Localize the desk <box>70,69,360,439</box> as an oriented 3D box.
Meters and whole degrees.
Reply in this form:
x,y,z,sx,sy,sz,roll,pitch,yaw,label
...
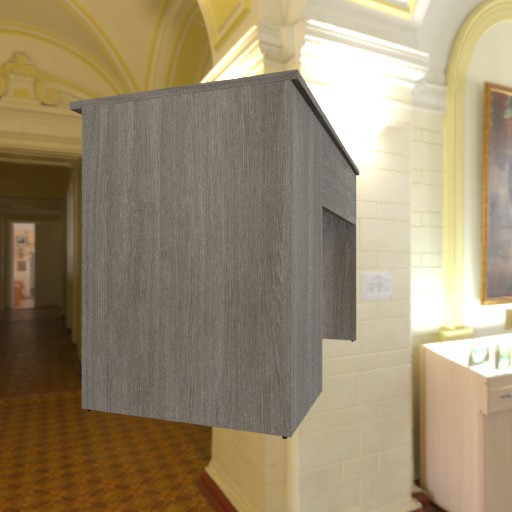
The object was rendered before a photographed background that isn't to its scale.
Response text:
x,y,z,sx,sy,sz,roll,pitch,yaw,label
0.000,0.000,1.485,0.560,0.735,1.097,0,0,19,desk
